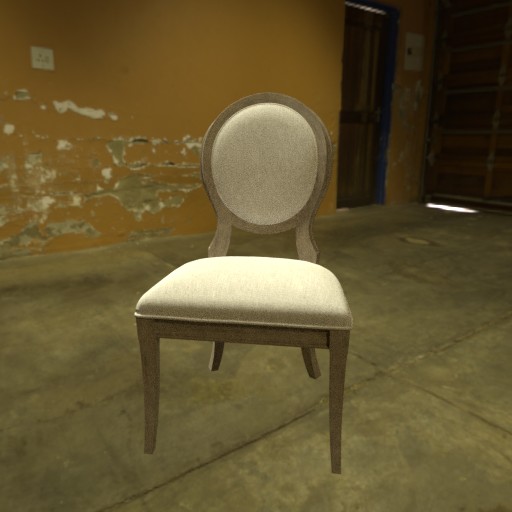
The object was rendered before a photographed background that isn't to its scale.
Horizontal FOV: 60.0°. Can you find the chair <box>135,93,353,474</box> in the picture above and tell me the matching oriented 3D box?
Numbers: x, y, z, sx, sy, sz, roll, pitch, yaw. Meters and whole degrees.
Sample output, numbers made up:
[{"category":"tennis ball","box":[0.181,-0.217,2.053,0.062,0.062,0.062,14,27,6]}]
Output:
[{"category":"chair","box":[0.000,0.000,1.347,0.558,0.990,0.602,2,14,8]}]
